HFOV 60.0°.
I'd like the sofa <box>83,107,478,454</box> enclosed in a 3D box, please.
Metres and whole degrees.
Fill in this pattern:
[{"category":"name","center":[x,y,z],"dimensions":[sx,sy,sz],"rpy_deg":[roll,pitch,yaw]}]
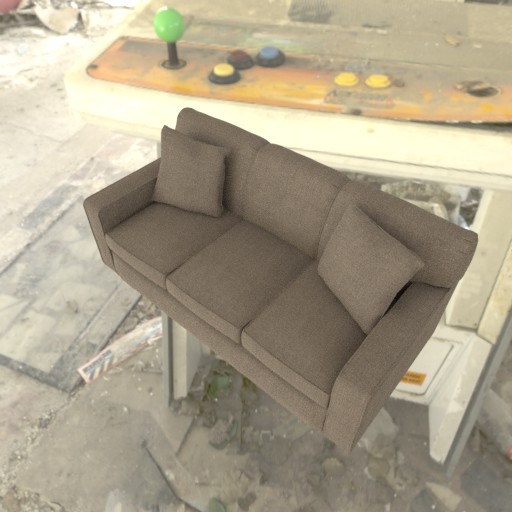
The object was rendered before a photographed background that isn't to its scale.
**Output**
[{"category":"sofa","center":[0.000,0.000,2.597],"dimensions":[2.024,0.958,0.997],"rpy_deg":[31,53,27]}]
